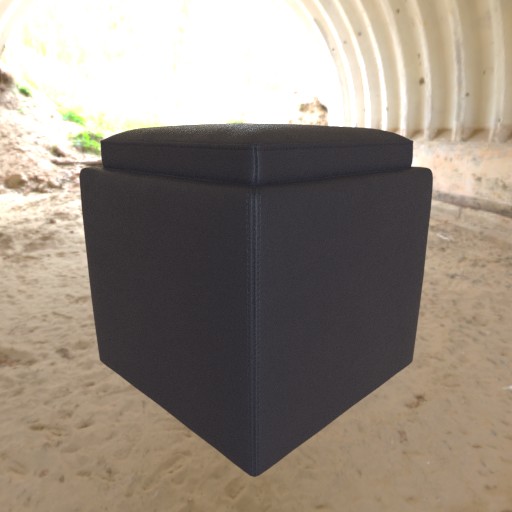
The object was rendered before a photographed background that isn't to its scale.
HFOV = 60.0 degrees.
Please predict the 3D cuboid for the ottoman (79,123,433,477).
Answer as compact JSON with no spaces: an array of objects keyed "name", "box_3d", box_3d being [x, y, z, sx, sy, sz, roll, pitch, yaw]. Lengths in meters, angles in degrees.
[{"name":"ottoman","box_3d":[0.000,0.000,0.805,0.450,0.460,0.451,-15,21,-43]}]
